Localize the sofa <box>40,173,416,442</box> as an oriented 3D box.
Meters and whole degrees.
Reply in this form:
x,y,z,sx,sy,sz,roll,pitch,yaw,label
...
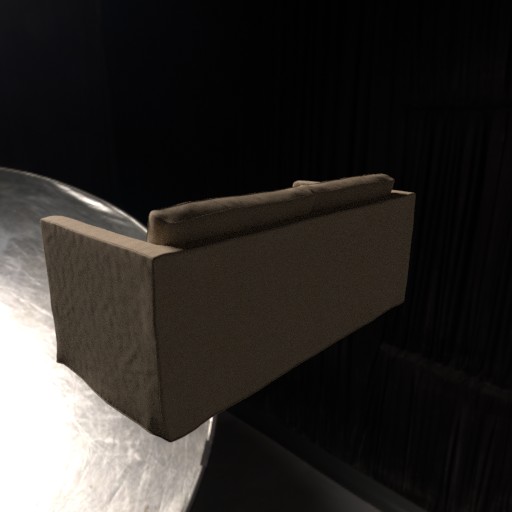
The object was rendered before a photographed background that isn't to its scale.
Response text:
x,y,z,sx,sy,sz,roll,pitch,yaw,label
0.000,0.000,2.486,0.956,0.847,1.987,15,22,41,sofa
